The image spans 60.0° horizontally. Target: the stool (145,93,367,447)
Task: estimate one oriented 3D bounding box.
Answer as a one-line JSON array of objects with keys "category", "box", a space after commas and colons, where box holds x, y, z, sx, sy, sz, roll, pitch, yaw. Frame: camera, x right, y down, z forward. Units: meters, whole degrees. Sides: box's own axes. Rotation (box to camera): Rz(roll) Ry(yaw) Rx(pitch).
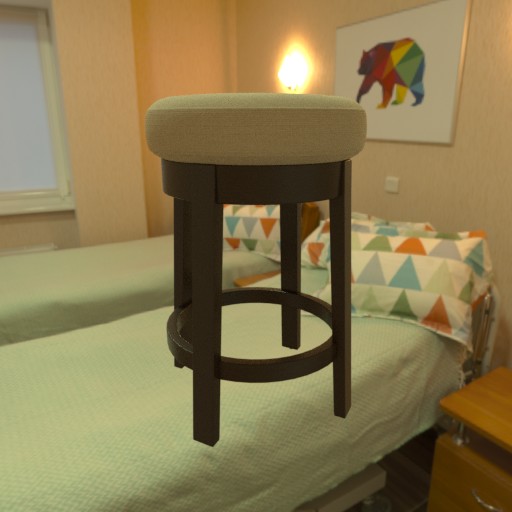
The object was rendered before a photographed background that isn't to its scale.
[{"category": "stool", "box": [0.000, 0.000, 0.960, 0.449, 0.655, 0.449, 0, 17, 0]}]
